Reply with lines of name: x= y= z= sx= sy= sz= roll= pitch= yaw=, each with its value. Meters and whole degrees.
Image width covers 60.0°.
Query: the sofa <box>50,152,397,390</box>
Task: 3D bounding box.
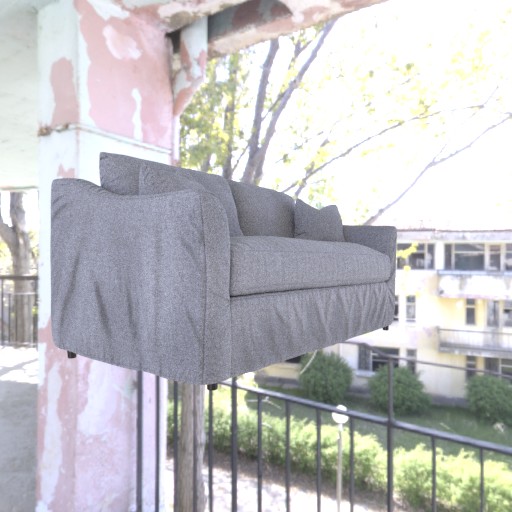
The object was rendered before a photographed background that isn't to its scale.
sofa: x=0.000 y=0.000 z=2.652 sx=1.072 sy=1.018 sz=2.010 roll=0 pitch=-1 yaw=37
